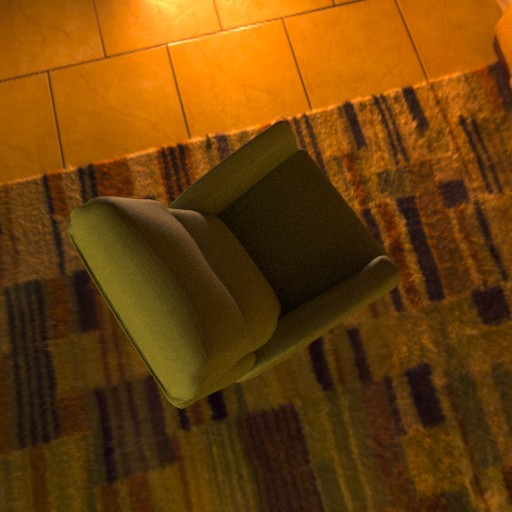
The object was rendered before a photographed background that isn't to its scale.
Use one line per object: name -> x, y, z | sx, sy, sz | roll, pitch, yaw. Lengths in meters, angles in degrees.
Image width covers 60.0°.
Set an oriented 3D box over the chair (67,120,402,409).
chair -> 0.000, 0.000, 1.660 | 0.940, 1.016, 0.794 | -34, 79, -8
